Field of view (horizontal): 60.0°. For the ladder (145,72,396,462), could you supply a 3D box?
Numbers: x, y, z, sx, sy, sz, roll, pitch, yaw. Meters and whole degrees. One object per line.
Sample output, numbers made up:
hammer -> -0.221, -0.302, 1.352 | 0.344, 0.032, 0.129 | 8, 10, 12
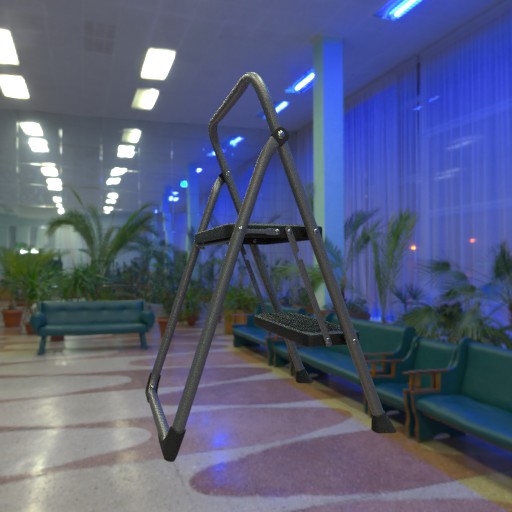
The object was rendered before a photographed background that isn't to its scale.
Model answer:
ladder -> 0.000, 0.000, 1.035 | 0.472, 0.720, 0.430 | 0, -1, -18
